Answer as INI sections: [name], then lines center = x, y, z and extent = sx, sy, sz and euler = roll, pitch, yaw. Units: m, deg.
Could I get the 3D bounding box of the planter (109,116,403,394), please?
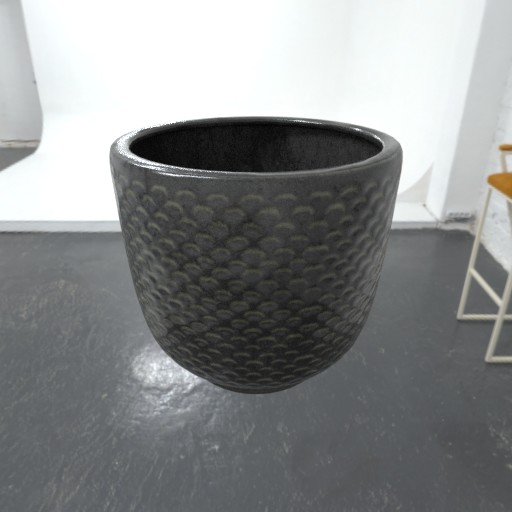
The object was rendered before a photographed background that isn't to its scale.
[planter]
center = 0.000, 0.000, 0.245
extent = 0.140, 0.129, 0.140
euler = 0, 26, 0
